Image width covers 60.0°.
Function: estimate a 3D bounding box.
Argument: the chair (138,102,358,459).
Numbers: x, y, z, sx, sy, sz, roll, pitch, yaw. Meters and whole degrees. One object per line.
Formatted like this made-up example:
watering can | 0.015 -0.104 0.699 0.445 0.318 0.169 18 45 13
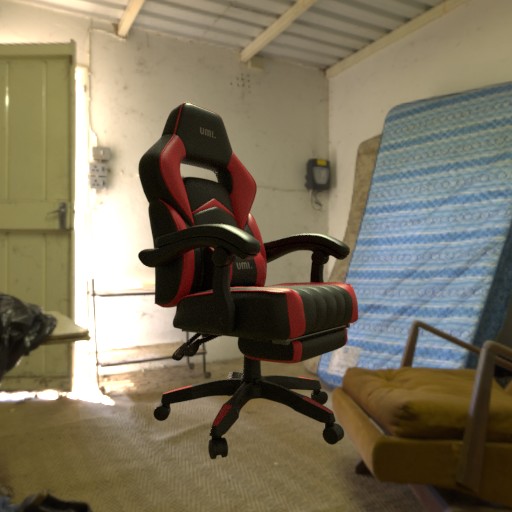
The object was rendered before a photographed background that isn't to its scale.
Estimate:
chair | 0.000 0.000 1.652 0.700 1.220 0.700 0 -1 37
